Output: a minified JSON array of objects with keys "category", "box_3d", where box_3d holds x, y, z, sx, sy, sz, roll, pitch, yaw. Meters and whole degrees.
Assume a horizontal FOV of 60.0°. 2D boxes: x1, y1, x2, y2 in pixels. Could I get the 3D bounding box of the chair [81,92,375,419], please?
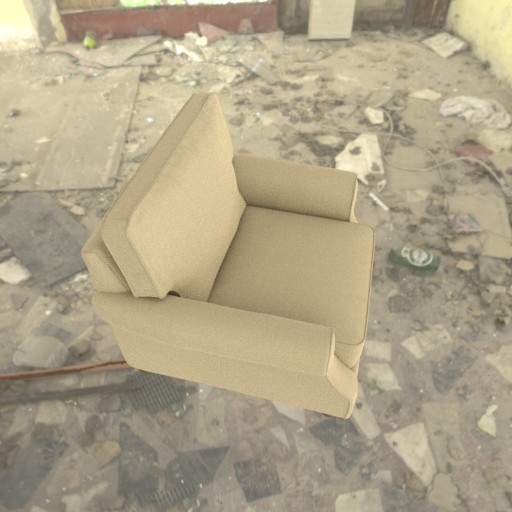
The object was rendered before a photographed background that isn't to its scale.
[{"category":"chair","box_3d":[0.000,0.000,1.810,0.966,0.967,1.029,10,48,10]}]
